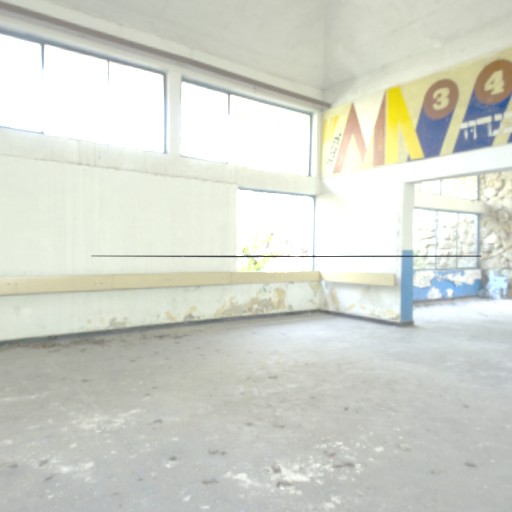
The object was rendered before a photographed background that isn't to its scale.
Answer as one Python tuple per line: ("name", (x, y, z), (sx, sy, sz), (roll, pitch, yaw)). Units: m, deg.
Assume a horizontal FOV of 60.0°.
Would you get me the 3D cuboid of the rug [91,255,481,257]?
("rug", (0.000, 0.000, 3.890), (2.053, 0.011, 2.940), (0, 0, -35))
